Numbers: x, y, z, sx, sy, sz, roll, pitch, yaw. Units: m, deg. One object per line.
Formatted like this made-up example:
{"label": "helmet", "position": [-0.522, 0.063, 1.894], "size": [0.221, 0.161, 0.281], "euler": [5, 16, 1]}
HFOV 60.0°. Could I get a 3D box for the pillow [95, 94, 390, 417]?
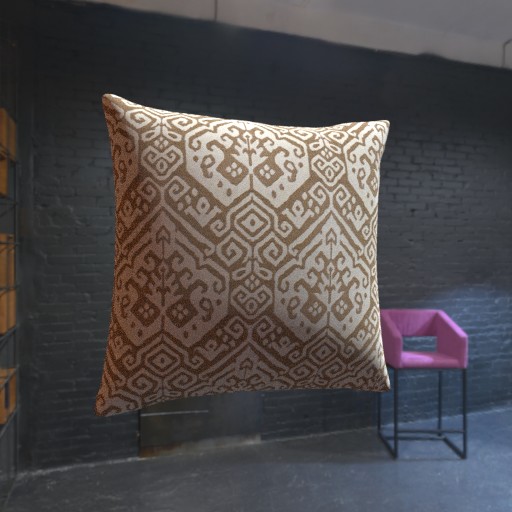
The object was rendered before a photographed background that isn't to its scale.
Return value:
{"label": "pillow", "position": [0.000, 0.000, 0.612], "size": [0.419, 0.407, 0.173], "euler": [0, 0, -16]}
